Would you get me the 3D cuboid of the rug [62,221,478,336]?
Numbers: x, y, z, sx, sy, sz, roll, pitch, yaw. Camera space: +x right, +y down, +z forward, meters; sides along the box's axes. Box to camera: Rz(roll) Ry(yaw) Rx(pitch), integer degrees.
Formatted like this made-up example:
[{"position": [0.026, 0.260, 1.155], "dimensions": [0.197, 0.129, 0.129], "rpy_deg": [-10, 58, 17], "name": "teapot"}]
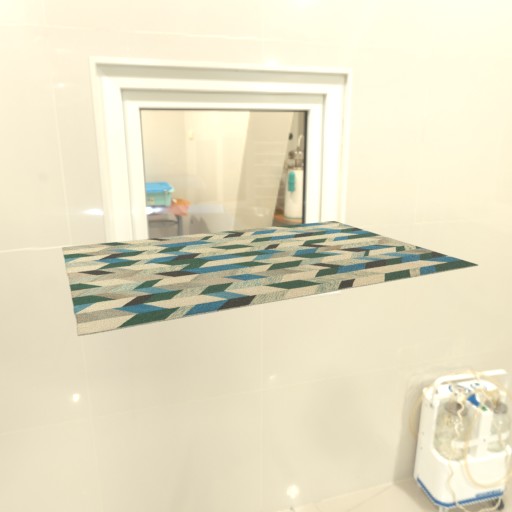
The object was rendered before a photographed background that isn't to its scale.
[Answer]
[{"position": [0.000, 0.000, 2.317], "dimensions": [1.827, 0.005, 1.229], "rpy_deg": [-7, 17, -24], "name": "rug"}]
